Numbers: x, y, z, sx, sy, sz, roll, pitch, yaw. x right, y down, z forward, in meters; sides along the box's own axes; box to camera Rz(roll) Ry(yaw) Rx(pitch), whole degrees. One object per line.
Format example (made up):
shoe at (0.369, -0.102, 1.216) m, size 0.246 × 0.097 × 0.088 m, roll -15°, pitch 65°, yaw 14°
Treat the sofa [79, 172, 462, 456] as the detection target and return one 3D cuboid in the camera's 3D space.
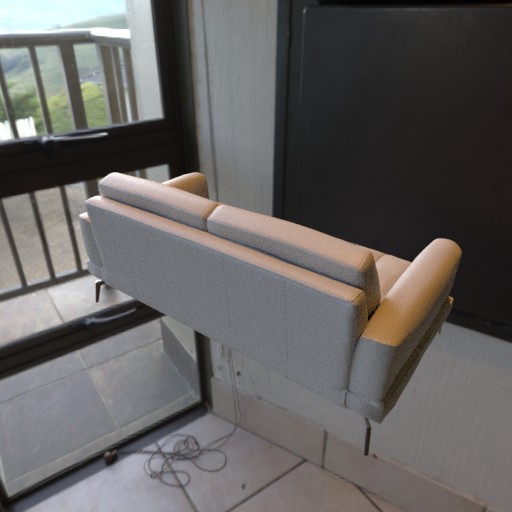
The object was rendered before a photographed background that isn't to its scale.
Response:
sofa at (0.000, 0.000, 2.741) m, size 2.177 × 0.930 × 1.121 m, roll 20°, pitch 35°, yaw 31°
